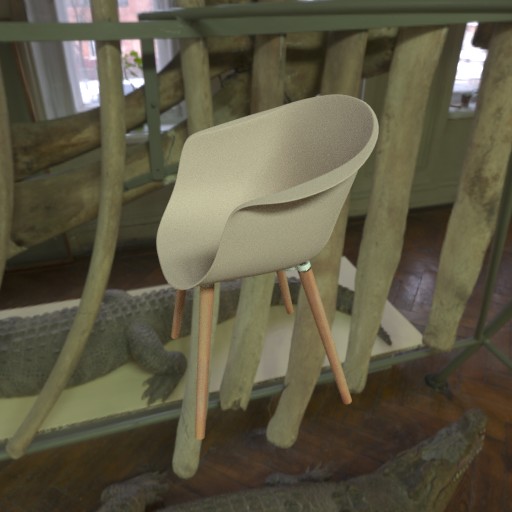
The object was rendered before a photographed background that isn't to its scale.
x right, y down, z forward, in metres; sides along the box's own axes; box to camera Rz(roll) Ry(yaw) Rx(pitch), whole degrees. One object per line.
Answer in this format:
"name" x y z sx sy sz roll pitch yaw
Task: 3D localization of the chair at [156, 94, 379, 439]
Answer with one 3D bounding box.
"chair" 0.000 0.000 1.184 0.504 0.781 0.593 -9 31 -15
